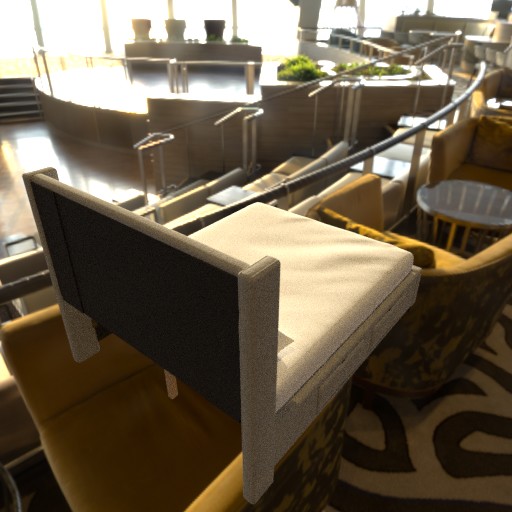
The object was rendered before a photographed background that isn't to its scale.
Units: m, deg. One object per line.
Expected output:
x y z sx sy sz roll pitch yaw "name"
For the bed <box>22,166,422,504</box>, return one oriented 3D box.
0.000 0.000 3.245 1.774 1.491 2.222 23 38 33 "bed"
